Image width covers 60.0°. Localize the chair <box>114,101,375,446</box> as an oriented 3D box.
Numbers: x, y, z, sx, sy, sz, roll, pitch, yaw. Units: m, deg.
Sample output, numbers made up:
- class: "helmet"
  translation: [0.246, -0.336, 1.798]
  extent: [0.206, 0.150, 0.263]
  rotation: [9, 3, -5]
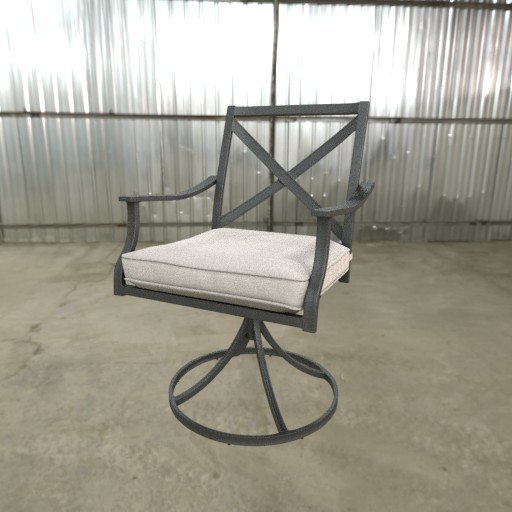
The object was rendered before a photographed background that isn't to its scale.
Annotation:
- class: "chair"
  translation: [0.000, 0.000, 1.308]
  extent: [0.575, 0.889, 0.620]
  rotation: [7, 17, 25]
